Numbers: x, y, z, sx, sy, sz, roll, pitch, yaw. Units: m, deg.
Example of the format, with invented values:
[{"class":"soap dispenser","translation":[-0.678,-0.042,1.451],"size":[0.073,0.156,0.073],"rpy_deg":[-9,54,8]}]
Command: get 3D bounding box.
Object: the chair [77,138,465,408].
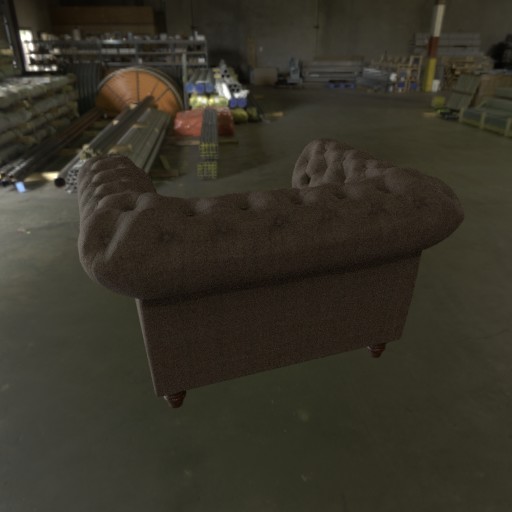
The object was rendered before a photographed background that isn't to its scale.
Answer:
[{"class":"chair","translation":[0.000,0.000,1.811],"size":[1.298,0.780,0.945],"rpy_deg":[-9,27,-18]}]
